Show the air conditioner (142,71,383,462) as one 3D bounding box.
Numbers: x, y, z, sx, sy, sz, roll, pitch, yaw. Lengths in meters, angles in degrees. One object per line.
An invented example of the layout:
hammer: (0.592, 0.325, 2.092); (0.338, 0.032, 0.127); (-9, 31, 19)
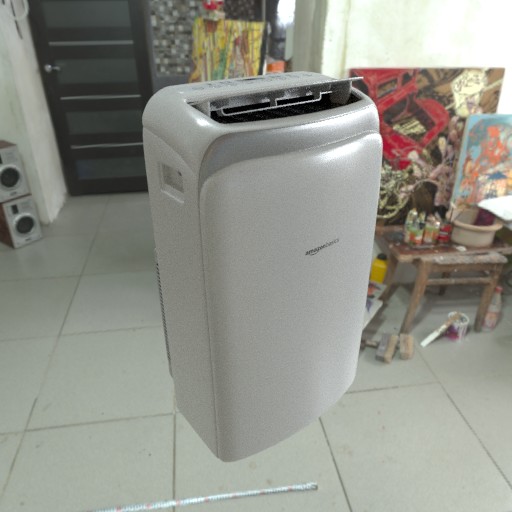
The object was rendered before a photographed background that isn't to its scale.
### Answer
air conditioner: (0.000, 0.000, 1.023); (0.449, 0.786, 0.414); (-21, 36, -32)
